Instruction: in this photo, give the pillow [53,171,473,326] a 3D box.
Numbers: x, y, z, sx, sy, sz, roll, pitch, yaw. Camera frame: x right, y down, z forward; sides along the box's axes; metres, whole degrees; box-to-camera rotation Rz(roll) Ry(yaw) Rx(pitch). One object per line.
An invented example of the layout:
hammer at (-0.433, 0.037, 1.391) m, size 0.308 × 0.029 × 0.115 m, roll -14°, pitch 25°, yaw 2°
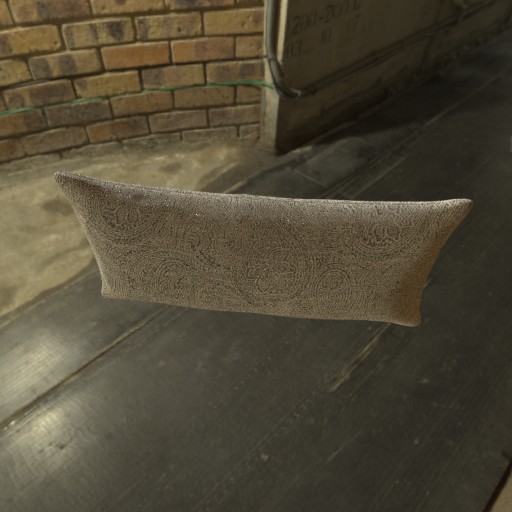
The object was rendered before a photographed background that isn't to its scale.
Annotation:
pillow at (0.000, 0.000, 0.749) m, size 0.615 × 0.295 × 0.151 m, roll 4°, pitch 46°, yaw 4°
